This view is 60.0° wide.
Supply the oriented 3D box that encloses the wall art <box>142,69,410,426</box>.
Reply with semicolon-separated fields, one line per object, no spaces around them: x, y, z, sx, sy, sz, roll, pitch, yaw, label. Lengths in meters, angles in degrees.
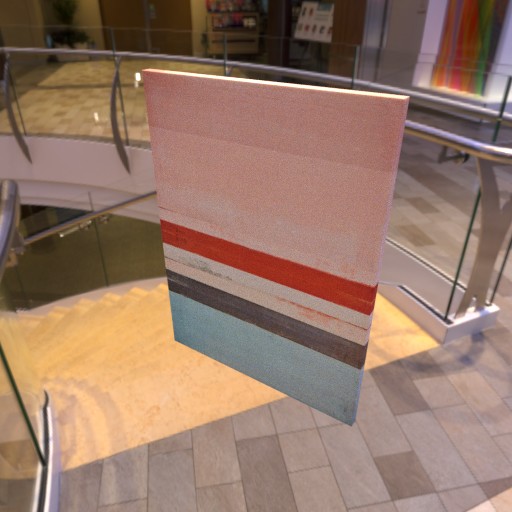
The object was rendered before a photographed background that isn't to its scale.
0.000;0.000;1.368;0.761;1.016;0.039;18;35;28;wall art
